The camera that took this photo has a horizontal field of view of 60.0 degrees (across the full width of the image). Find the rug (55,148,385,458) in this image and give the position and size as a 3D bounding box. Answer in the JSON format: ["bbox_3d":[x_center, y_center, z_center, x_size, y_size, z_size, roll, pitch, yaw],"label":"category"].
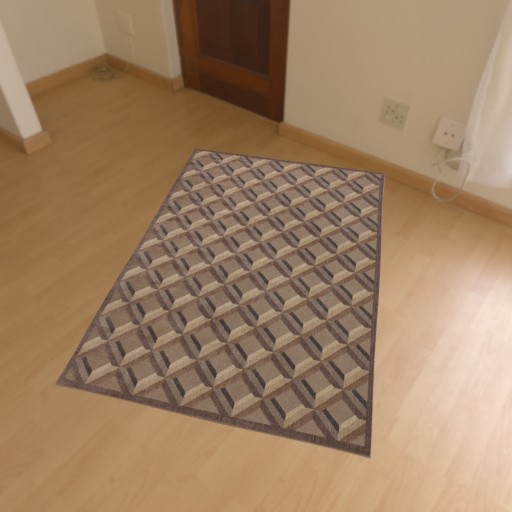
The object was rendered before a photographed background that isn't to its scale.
[{"bbox_3d":[0.000,0.000,2.907,1.600,0.013,2.260,10,47,9],"label":"rug"}]
